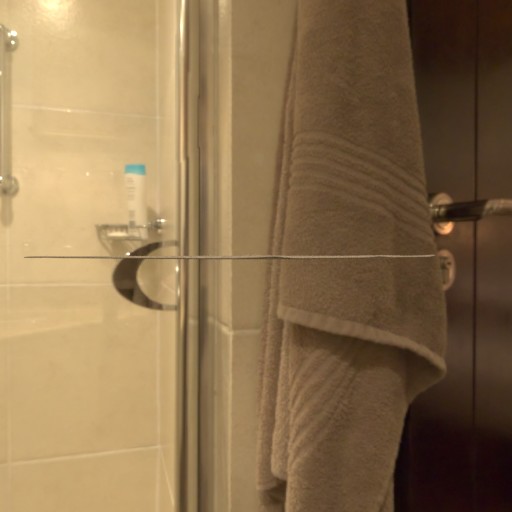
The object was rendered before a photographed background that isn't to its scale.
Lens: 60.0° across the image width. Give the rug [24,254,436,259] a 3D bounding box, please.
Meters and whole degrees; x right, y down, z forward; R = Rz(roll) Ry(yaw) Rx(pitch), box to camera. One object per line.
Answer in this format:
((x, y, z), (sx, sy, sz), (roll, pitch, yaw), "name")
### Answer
((0.000, 0.000, 3.942), (2.343, 0.026, 2.925), (0, 0, 36), "rug")
